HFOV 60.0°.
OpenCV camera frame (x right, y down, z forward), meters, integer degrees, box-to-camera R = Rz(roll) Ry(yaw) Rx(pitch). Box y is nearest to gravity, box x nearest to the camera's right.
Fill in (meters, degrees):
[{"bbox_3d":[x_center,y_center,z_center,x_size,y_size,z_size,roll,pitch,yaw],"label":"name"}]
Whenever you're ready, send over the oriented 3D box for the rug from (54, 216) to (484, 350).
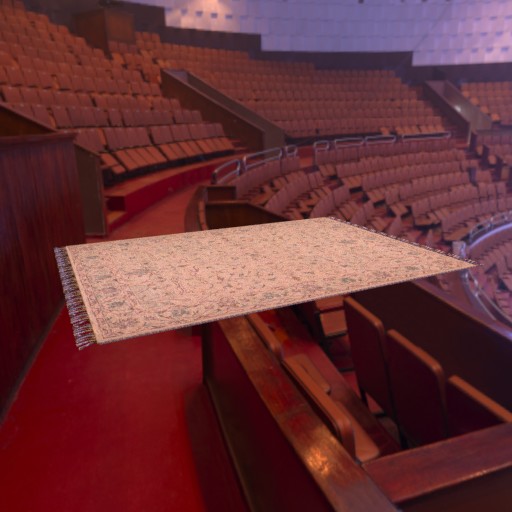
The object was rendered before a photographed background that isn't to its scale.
[{"bbox_3d":[0.000,0.000,2.224,1.802,0.008,1.247,-8,19,-25],"label":"rug"}]
